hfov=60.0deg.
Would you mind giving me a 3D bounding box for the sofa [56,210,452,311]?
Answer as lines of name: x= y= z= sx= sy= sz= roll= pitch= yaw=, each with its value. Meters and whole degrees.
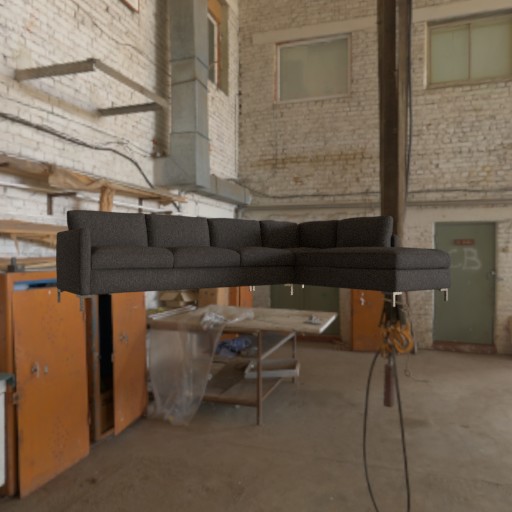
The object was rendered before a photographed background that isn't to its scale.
sofa: x=0.000 y=0.000 z=3.930 sx=2.949 sy=0.815 sz=2.007 roll=0 pitch=0 yaw=-36
